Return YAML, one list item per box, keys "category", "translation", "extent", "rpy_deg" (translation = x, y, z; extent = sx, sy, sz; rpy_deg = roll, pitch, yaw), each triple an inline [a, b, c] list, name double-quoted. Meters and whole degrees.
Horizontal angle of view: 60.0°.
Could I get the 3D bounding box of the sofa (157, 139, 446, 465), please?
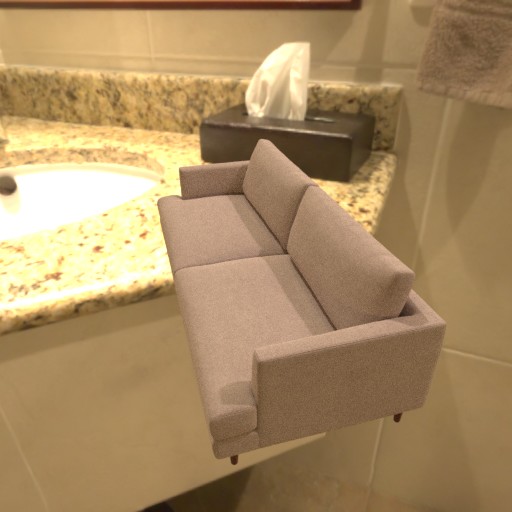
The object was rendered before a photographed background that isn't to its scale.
- category: "sofa"
  translation: [0.000, 0.000, 2.738]
  extent: [1.020, 0.868, 2.250]
  rpy_deg: [-8, 32, -14]
